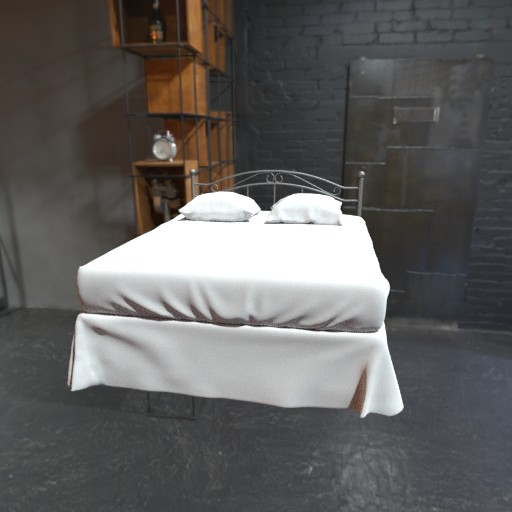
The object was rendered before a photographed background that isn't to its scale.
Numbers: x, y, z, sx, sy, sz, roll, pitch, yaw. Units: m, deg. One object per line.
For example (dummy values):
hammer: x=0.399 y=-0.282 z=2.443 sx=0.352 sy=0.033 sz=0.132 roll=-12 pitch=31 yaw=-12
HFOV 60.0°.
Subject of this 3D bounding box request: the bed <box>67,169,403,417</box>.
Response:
bed: x=0.000 y=0.000 z=3.252 sx=1.936 sy=1.080 sz=2.215 roll=3 pitch=16 yaw=9
